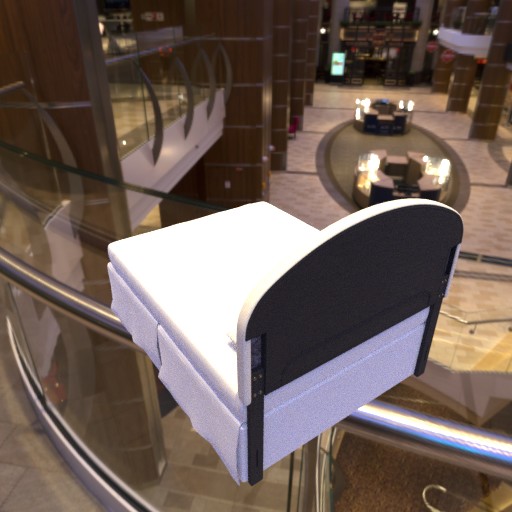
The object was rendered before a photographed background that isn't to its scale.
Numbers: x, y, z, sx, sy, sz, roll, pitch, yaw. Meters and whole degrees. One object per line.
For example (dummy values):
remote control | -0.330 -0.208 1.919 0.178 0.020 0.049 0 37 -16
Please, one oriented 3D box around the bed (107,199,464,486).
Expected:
bed | 0.000 0.000 3.055 1.607 1.410 2.005 -19 35 -30
